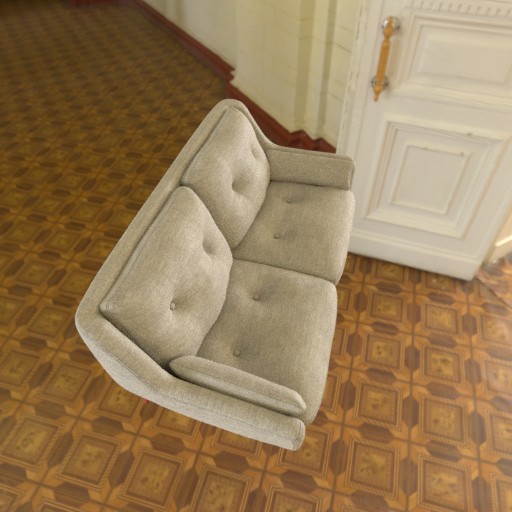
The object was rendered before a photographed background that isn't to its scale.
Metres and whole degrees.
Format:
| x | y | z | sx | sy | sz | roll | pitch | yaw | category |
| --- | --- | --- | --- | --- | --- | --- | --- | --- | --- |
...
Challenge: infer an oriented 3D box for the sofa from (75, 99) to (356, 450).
| x | y | z | sx | sy | sz | roll | pitch | yaw | category |
| --- | --- | --- | --- | --- | --- | --- | --- | --- | --- |
| 0.000 | 0.000 | 2.427 | 0.976 | 0.897 | 1.930 | 11 | 47 | 10 | sofa |
